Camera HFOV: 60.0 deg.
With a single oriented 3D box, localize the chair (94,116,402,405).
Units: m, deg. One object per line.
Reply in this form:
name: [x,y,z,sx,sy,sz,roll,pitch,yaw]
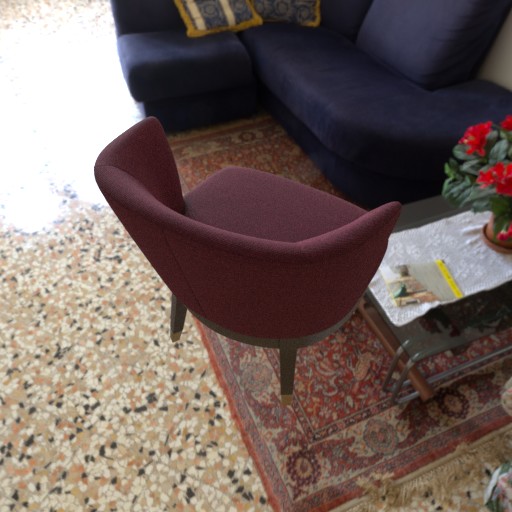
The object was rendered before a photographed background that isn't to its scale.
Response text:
chair: [0.000,0.000,1.286,0.700,0.760,0.660,24,51,21]
